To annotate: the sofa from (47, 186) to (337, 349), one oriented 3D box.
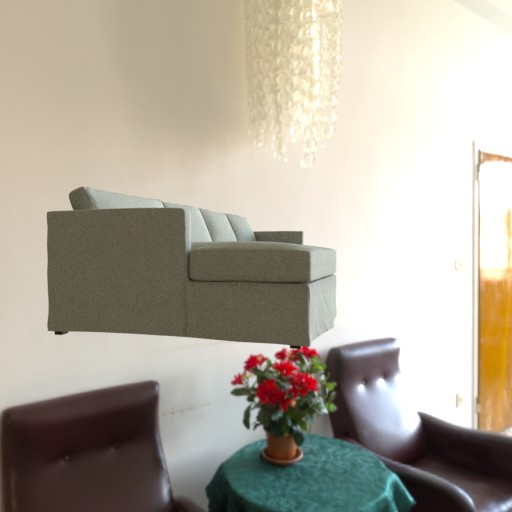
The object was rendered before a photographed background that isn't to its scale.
[{"bbox_3d":[0.000,0.000,3.901,1.650,0.922,3.205,0,1,18],"label":"sofa"}]
